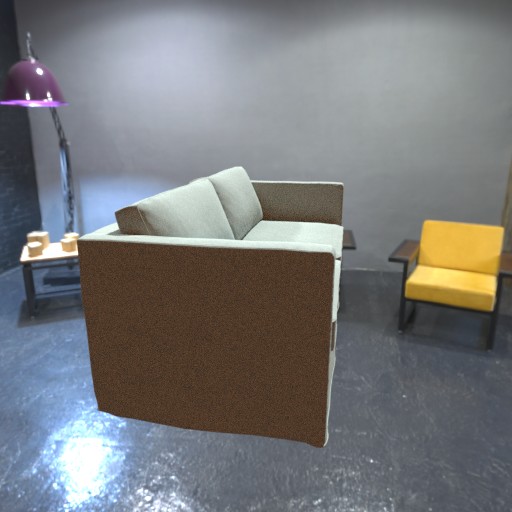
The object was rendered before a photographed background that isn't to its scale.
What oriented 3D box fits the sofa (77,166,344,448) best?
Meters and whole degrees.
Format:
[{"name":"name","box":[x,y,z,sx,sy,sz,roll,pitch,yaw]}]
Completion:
[{"name":"sofa","box":[0.000,0.000,2.485,0.940,0.870,1.987,3,16,11]}]
